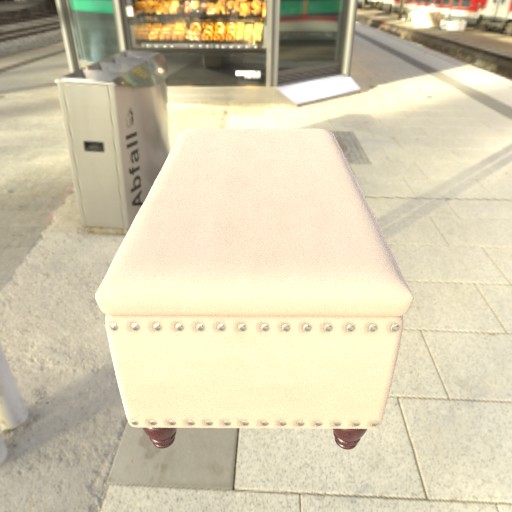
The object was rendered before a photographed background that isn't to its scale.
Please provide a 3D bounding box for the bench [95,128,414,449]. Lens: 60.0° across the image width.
[{"bbox_3d":[0.000,0.000,1.164,0.500,0.449,0.887,0,31,0],"label":"bench"}]
